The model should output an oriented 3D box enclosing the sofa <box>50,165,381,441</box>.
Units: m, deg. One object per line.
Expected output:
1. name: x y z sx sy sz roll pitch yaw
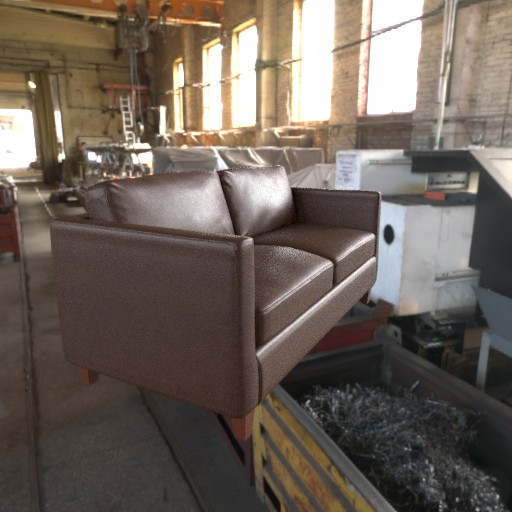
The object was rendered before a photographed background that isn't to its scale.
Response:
1. sofa: 0.000 0.000 2.446 0.951 0.933 1.883 8 16 28
